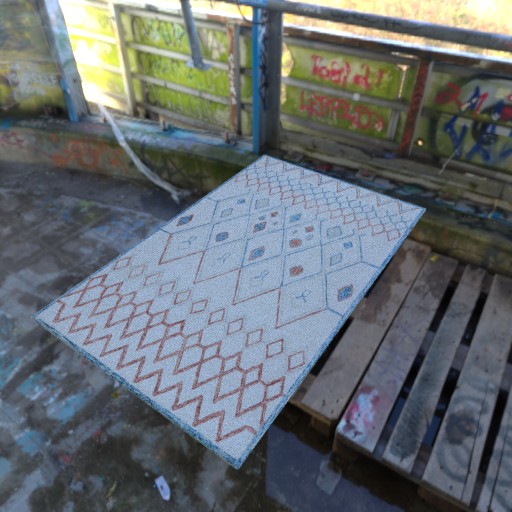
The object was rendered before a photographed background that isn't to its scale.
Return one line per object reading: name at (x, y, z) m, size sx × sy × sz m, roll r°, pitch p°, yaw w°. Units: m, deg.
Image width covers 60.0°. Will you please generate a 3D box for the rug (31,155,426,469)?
rug at (0.000, 0.000, 3.028) m, size 1.524 × 0.015 × 2.438 m, roll 25°, pitch 47°, yaw 26°
